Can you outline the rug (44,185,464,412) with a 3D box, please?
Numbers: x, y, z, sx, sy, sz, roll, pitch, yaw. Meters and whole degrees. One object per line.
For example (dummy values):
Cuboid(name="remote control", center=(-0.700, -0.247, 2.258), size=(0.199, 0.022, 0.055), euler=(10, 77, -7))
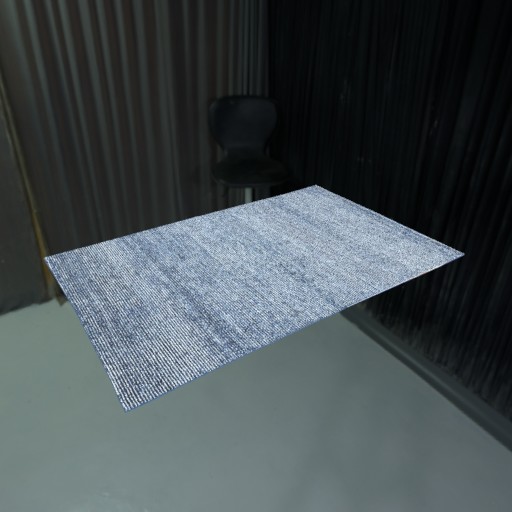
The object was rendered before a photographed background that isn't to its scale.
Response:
Cuboid(name="rug", center=(0.000, 0.000, 2.239), size=(1.793, 0.025, 1.159), euler=(-19, 35, -29))
